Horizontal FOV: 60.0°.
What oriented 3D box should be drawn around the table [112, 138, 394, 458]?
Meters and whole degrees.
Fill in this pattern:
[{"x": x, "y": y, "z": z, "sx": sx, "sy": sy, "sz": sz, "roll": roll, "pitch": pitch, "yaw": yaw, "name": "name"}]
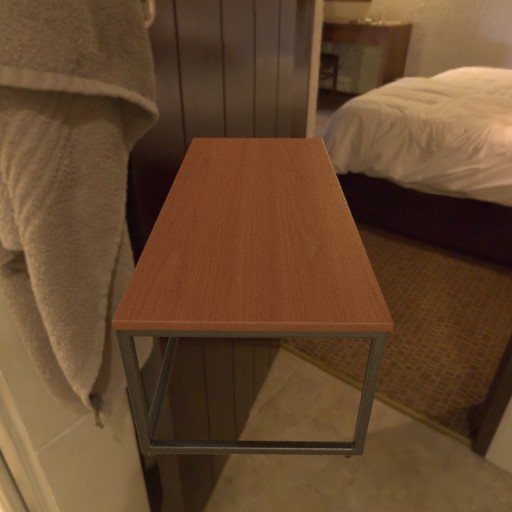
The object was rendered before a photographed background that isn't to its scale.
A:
[{"x": 0.000, "y": 0.000, "z": 1.355, "sx": 0.500, "sy": 0.400, "sz": 1.100, "roll": 0, "pitch": 32, "yaw": 1, "name": "table"}]
